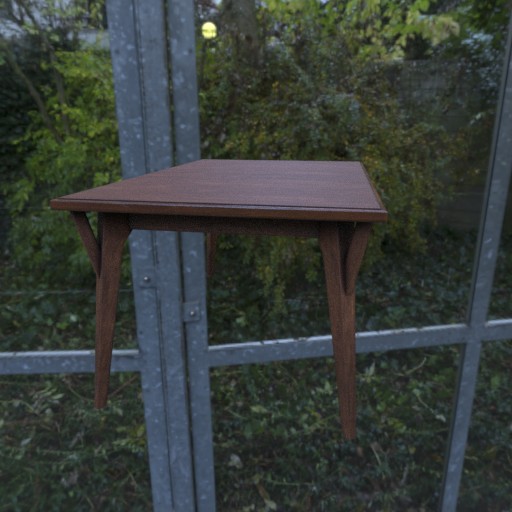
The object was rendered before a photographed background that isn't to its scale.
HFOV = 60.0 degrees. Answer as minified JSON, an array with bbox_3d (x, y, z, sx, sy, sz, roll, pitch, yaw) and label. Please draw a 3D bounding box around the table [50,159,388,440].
[{"bbox_3d":[0.000,0.000,2.081,0.990,0.761,1.524,3,17,10],"label":"table"}]
